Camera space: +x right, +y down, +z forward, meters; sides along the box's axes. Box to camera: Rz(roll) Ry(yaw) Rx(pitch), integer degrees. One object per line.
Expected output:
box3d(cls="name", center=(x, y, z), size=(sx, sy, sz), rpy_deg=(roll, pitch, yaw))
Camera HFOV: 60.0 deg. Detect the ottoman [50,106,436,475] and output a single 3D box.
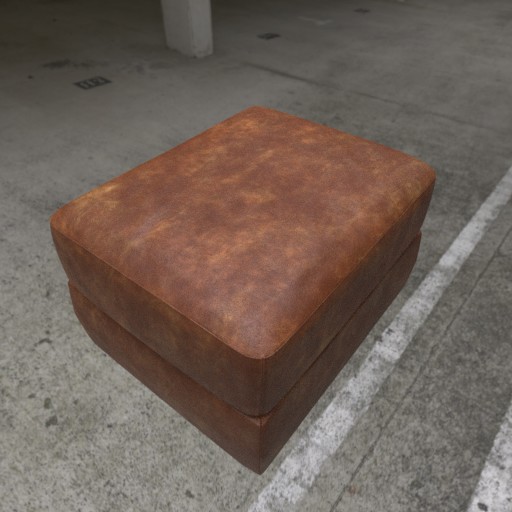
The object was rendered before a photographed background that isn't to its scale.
box3d(cls="ottoman", center=(0.000, 0.000, 1.121), size=(0.603, 0.476, 0.751), rpy_deg=(28, 49, 27))
